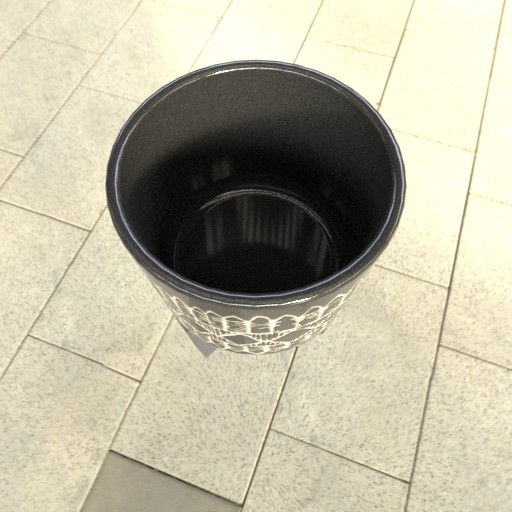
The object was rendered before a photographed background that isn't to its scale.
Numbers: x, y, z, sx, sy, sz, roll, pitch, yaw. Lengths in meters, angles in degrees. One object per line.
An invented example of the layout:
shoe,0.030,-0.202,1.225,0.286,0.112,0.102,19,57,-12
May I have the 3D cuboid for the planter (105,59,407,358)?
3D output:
planter,0.000,0.000,0.528,0.251,0.355,0.251,17,66,8
